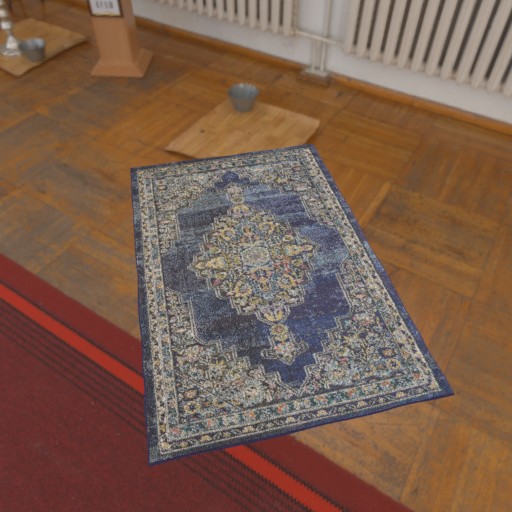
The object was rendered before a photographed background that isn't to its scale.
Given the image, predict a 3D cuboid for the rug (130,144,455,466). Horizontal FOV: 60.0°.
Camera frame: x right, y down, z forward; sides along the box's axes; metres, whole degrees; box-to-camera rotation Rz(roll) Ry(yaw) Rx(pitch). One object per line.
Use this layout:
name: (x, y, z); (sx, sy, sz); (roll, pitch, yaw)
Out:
rug: (0.000, 0.000, 2.218); (1.184, 0.012, 1.781); (-10, 48, -9)
